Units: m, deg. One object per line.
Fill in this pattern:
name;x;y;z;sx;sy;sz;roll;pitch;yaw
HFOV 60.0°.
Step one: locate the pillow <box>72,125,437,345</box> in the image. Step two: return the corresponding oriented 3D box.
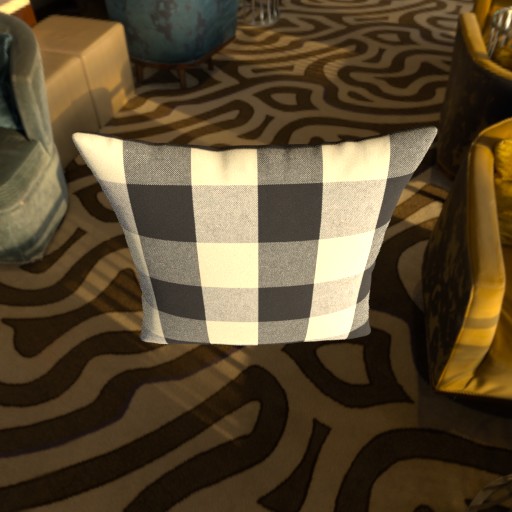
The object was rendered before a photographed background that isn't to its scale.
pillow;0.000;0.000;0.799;0.511;0.509;0.161;-1;46;-1
